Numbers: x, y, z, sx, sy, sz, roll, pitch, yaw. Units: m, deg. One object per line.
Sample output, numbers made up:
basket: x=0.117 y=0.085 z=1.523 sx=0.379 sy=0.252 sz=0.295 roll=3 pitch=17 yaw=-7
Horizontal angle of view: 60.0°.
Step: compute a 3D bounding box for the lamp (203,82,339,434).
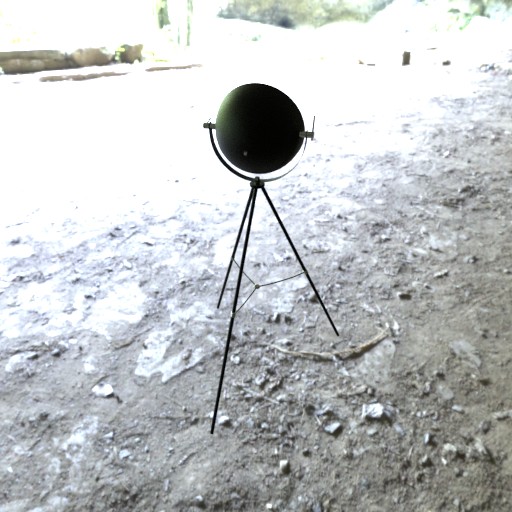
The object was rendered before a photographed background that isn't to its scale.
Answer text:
lamp: x=0.000 y=0.000 z=2.082 sx=0.817 sy=1.512 sz=0.920 roll=9 pitch=33 yaw=14
